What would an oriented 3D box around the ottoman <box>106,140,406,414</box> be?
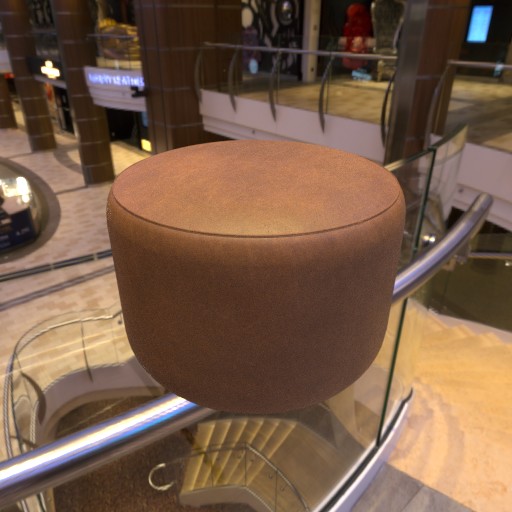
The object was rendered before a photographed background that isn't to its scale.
[{"bbox_3d":[0.000,0.000,0.999,0.607,0.438,0.607,0,28,0],"label":"ottoman"}]
